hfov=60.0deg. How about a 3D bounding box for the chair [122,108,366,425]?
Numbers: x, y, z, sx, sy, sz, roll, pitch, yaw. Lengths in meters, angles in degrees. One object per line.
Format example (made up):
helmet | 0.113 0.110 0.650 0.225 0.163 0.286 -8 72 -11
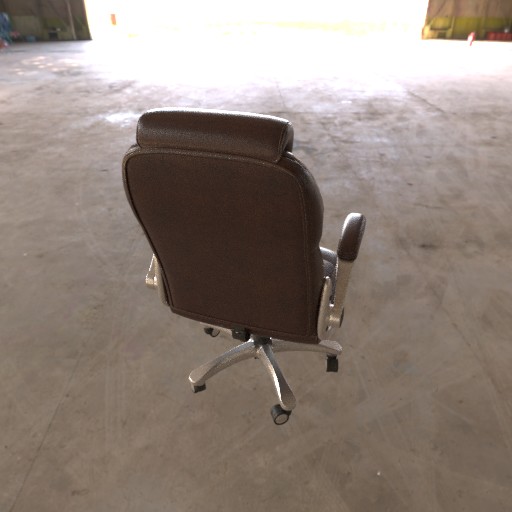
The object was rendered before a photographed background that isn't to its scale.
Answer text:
chair | 0.000 0.000 1.625 0.733 1.160 0.774 10 32 16
